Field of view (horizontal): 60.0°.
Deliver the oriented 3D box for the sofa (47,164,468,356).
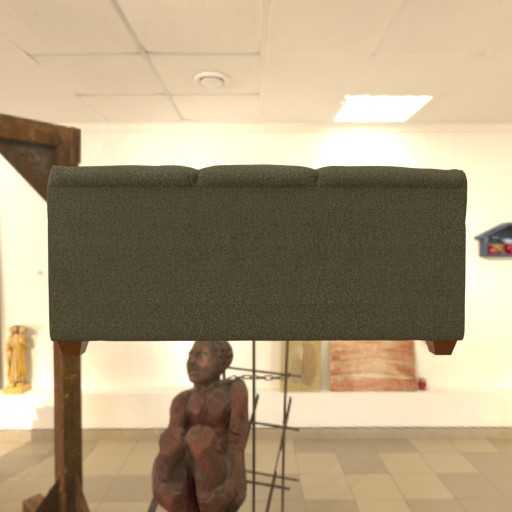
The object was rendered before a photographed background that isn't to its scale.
[{"bbox_3d":[0.000,0.000,2.596,2.024,0.958,0.997,0,2,-1],"label":"sofa"}]
